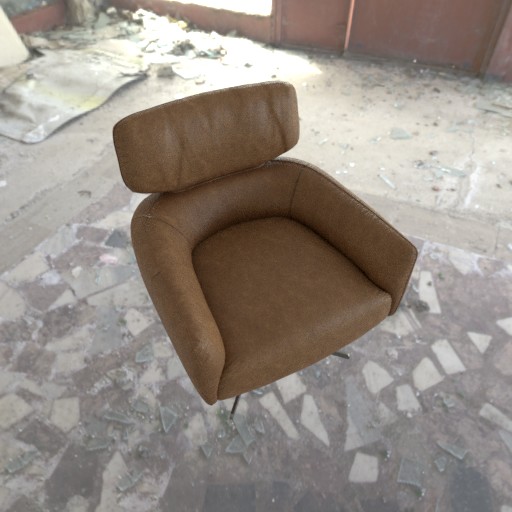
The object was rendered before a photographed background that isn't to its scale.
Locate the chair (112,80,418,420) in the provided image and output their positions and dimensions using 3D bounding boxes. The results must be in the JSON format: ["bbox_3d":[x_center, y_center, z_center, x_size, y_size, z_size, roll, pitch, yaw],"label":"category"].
[{"bbox_3d":[0.000,0.000,1.395,0.706,0.812,0.715,-21,49,-20],"label":"chair"}]
